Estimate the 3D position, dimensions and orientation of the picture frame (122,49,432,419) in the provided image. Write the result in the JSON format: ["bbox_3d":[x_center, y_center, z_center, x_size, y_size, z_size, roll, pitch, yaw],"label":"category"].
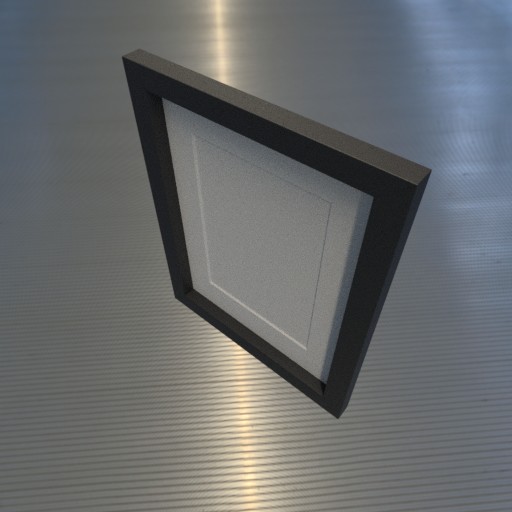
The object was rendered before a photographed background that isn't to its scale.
[{"bbox_3d":[0.000,0.000,0.509,0.307,0.383,0.036,32,55,26],"label":"picture frame"}]
